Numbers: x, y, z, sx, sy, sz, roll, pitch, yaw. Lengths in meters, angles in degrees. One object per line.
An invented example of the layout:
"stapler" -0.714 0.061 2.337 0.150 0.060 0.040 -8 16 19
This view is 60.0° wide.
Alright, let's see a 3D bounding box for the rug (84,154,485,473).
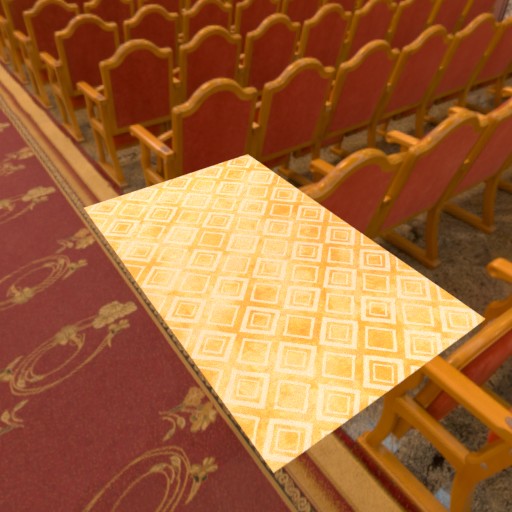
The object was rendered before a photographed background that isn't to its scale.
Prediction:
"rug" 0.000 0.000 2.958 1.511 0.010 2.424 -24 46 -26
